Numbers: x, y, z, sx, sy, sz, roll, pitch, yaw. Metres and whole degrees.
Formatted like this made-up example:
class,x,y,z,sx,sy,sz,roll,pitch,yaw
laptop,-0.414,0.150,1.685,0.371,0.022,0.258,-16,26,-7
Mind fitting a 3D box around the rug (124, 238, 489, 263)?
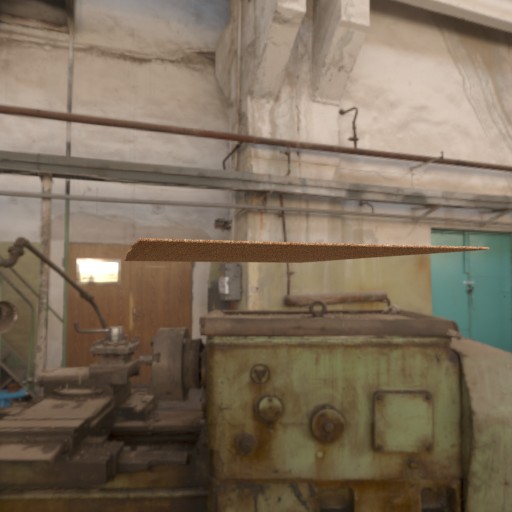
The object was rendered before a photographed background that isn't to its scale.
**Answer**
class,x,y,z,sx,sy,sz,roll,pitch,yaw
rug,0.000,0.000,2.752,1.566,0.013,2.141,1,-3,-18
